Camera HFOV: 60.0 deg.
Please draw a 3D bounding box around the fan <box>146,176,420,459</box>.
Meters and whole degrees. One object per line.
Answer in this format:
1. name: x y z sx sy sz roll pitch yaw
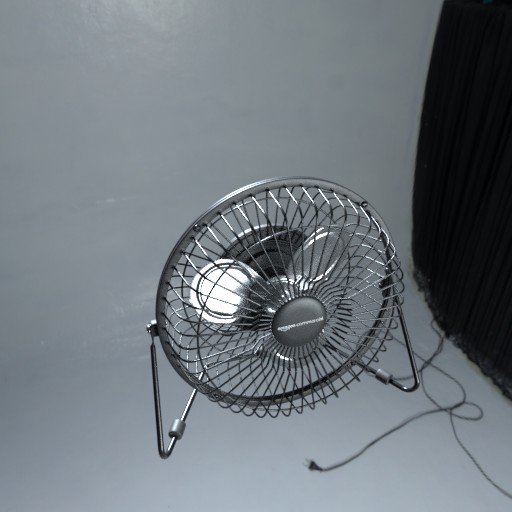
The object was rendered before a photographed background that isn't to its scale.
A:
1. fan: 0.000 0.000 0.381 0.209 0.188 0.227 -9 33 -15
